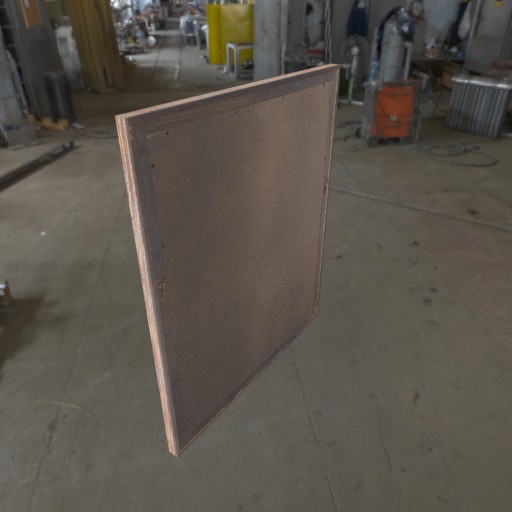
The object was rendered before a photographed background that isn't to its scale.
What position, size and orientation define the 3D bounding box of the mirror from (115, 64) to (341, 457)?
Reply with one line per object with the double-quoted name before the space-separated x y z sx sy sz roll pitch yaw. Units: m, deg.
"mirror" 0.000 0.000 1.200 0.032 0.882 0.730 21 37 31
